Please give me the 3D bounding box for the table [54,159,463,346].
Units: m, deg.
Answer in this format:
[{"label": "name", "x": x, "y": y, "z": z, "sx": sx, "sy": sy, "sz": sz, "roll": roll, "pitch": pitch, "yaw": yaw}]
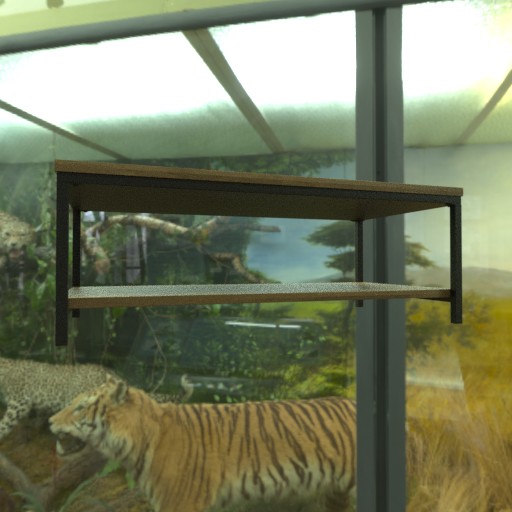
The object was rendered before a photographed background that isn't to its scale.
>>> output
[{"label": "table", "x": 0.000, "y": 0.000, "z": 1.382, "sx": 1.100, "sy": 0.399, "sz": 0.551, "roll": 0, "pitch": -1, "yaw": -19}]
